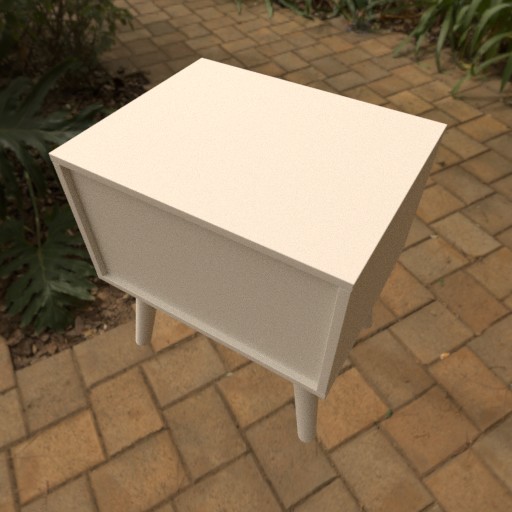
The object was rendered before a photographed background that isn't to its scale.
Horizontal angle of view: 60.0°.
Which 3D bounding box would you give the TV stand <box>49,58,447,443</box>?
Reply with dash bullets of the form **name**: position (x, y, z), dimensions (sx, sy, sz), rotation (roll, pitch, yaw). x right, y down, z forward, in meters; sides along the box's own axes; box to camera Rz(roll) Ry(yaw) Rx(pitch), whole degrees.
- **TV stand**: position (0.000, 0.000, 0.921), dimensions (0.508, 0.559, 0.405), rotation (24, 51, 21)
